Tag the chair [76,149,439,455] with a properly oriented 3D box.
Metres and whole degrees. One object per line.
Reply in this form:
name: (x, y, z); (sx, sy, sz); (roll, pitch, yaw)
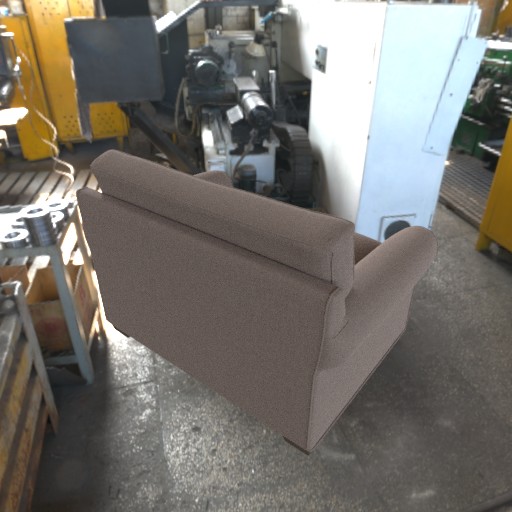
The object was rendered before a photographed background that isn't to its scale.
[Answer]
chair: (0.000, 0.000, 2.050); (1.390, 0.930, 0.930); (22, 37, 32)
